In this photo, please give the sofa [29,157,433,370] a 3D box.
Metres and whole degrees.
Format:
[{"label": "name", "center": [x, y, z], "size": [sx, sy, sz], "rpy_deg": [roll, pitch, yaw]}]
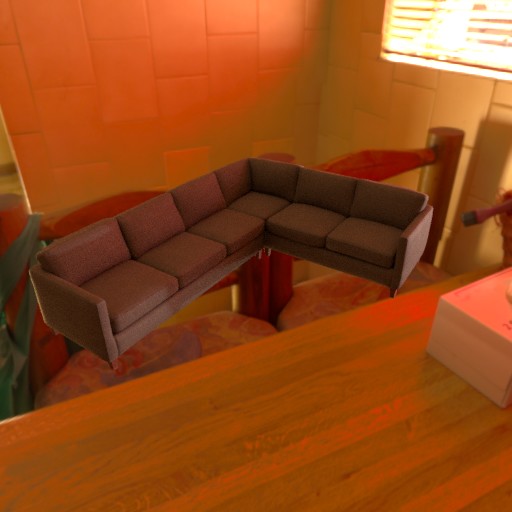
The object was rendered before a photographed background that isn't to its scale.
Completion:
[{"label": "sofa", "center": [0.000, 0.000, 4.457], "size": [2.593, 0.947, 3.302], "rpy_deg": [19, 35, 29]}]
